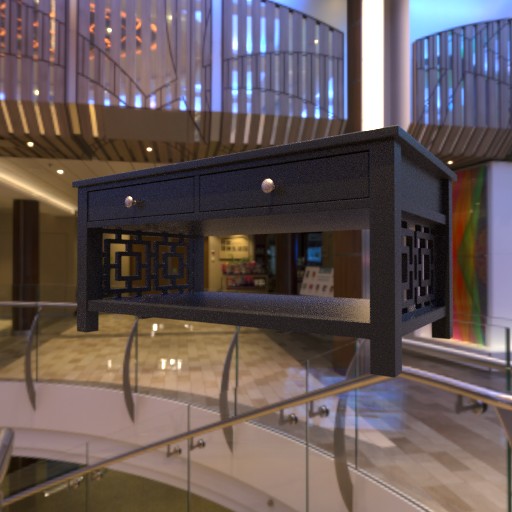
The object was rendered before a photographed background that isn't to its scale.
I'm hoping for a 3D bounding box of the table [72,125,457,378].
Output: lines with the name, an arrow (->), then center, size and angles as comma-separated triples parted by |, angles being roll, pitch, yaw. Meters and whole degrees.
table -> 0.000, 0.000, 1.398 | 1.068, 0.493, 0.612 | -1, -1, 34
